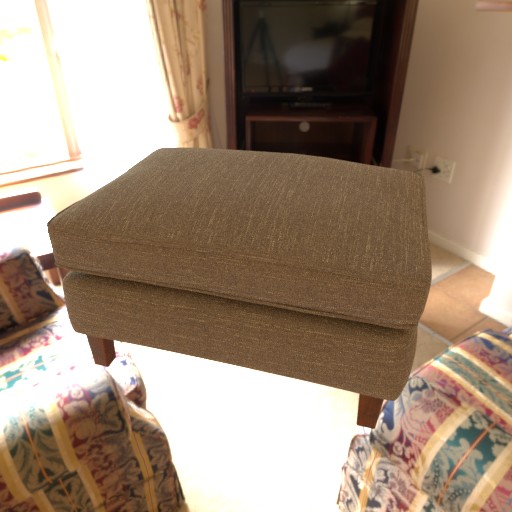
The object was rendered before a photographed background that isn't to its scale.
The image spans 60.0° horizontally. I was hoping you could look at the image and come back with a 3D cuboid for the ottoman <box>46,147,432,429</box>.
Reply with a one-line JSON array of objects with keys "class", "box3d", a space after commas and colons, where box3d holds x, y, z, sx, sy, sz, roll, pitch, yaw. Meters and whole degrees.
[{"class": "ottoman", "box3d": [0.000, 0.000, 0.981, 0.686, 0.406, 0.508, 9, 33, 14]}]
